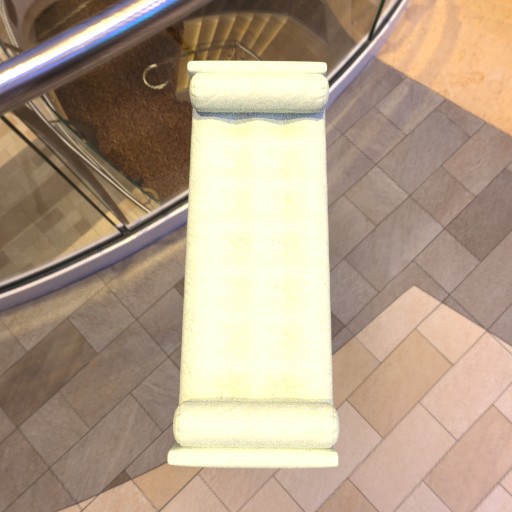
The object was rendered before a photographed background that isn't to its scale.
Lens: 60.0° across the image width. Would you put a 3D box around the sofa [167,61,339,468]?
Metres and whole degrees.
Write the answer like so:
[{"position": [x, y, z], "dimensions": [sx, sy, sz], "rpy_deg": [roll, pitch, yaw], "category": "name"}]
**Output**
[{"position": [0.000, 0.000, 2.505], "dimensions": [0.796, 0.705, 2.102], "rpy_deg": [1, 77, 0], "category": "sofa"}]
